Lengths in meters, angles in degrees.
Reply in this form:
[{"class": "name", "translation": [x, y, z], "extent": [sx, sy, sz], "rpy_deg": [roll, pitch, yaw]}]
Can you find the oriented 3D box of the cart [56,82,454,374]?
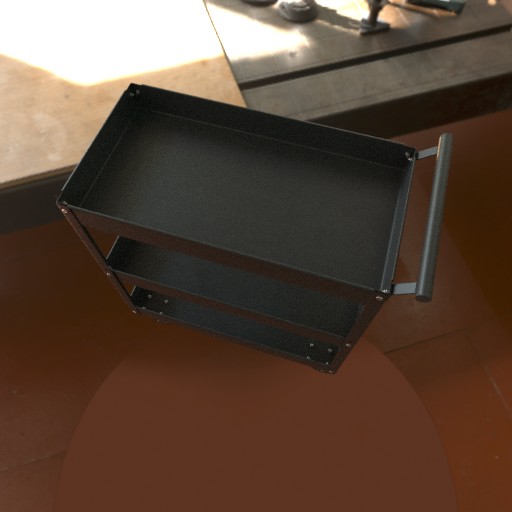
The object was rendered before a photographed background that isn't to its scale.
[{"class": "cart", "translation": [0.000, 0.000, 1.195], "extent": [0.719, 0.780, 0.366], "rpy_deg": [15, 63, 8]}]
